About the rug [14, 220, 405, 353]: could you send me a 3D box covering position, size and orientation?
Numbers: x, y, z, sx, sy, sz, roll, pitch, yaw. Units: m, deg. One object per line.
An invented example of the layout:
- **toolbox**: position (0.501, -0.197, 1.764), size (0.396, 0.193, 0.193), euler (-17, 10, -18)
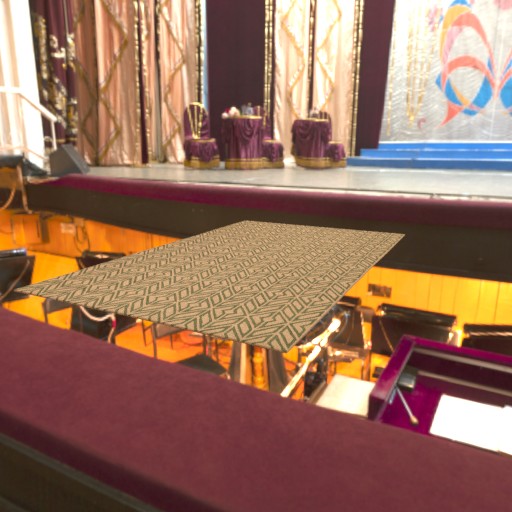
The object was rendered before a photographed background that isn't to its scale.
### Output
- **rug**: position (0.000, 0.000, 2.962), size (1.517, 0.011, 2.435), euler (7, 16, 27)
